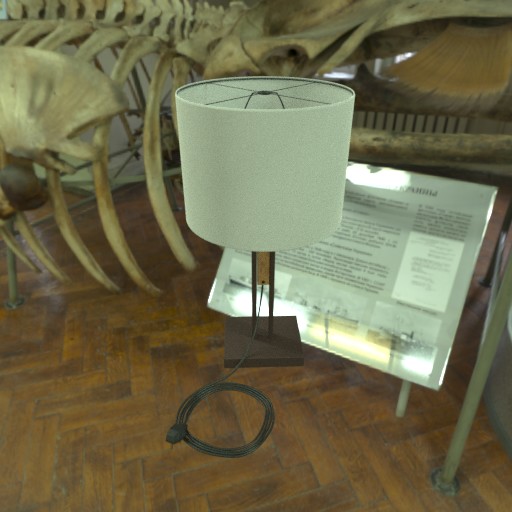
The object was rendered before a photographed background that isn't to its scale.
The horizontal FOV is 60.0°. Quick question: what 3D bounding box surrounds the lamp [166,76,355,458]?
[{"bbox_3d":[0.000,0.000,0.981,0.396,0.668,0.525,-1,30,-2],"label":"lamp"}]
